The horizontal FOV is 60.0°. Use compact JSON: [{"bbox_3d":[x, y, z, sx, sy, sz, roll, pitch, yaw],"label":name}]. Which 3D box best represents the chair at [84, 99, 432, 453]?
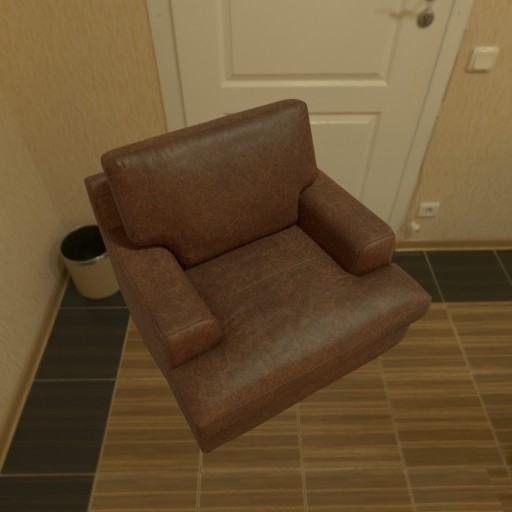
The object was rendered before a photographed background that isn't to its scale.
[{"bbox_3d":[0.000,0.000,2.010,1.168,0.939,1.143,-23,51,-20],"label":"chair"}]
